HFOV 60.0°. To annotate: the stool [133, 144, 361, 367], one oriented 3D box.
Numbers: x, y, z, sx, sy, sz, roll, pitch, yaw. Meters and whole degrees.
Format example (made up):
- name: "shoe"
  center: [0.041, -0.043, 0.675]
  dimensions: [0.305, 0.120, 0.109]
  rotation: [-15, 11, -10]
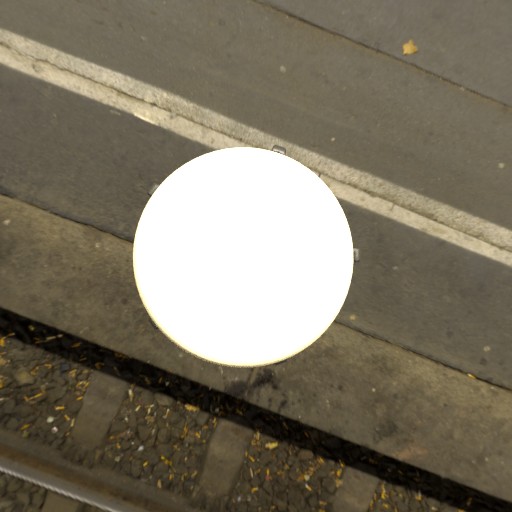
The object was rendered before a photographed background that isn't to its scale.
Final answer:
- name: "stool"
  center: [0.000, 0.000, 1.057]
  dimensions: [0.614, 0.482, 0.634]
  rotation: [0, 91, -1]
